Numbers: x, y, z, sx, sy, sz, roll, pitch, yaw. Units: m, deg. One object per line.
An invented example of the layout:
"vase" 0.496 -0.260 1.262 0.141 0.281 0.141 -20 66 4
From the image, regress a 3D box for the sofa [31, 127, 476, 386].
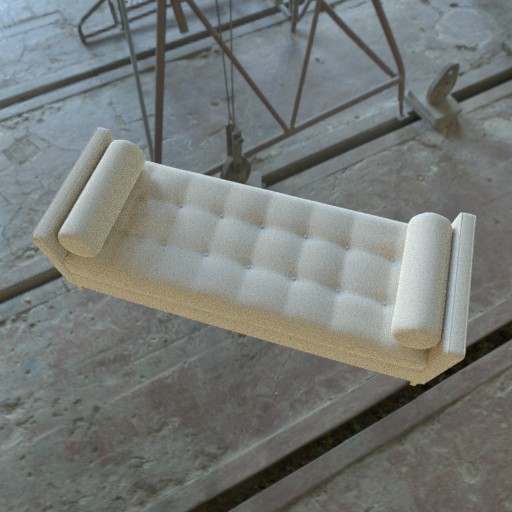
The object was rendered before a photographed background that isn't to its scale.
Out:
"sofa" 0.000 0.000 2.336 1.985 0.641 0.746 15 63 8
